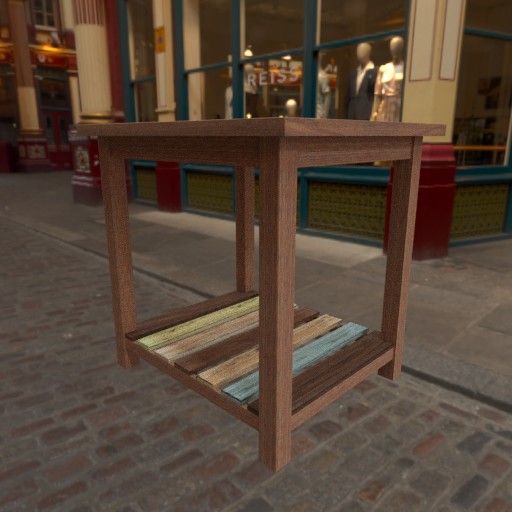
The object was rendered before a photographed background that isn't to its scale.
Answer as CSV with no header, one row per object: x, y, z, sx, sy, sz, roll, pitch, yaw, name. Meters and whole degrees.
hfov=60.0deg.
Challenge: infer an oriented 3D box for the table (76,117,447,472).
0.000,0.000,1.117,0.660,0.635,0.559,14,21,42,table
